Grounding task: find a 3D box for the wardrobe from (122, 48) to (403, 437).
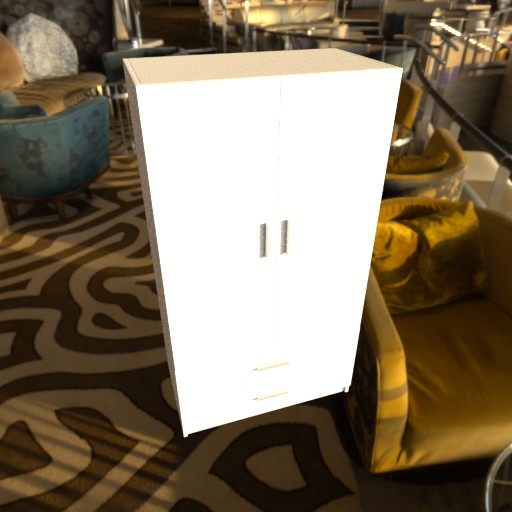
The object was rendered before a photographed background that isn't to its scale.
[{"bbox_3d":[0.000,0.000,2.243,0.991,1.808,0.577,-10,34,-15],"label":"wardrobe"}]
